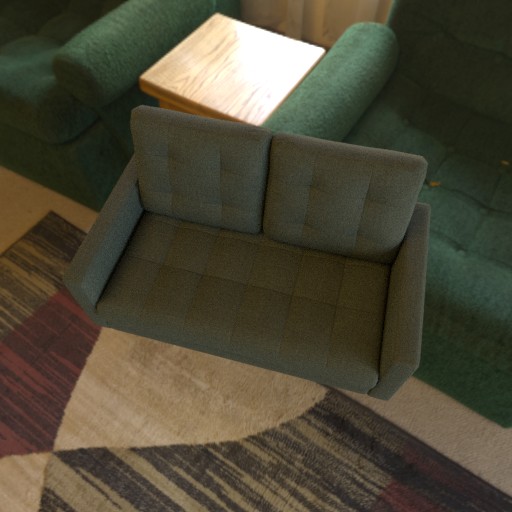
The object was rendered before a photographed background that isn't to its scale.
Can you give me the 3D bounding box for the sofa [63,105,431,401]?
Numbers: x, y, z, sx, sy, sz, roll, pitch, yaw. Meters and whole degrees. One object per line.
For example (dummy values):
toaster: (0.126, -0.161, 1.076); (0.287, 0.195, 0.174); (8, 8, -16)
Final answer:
sofa: (0.000, 0.000, 1.957); (1.407, 0.907, 0.842); (13, 58, 8)
